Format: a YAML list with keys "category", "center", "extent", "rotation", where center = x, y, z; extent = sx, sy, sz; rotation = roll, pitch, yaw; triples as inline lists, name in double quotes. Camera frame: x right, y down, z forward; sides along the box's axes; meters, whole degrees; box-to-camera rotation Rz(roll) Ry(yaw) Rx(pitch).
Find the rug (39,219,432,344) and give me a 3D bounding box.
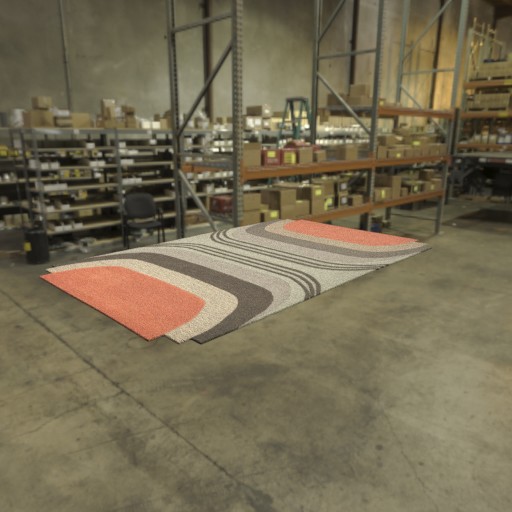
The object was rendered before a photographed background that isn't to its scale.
- category: "rug"
  center: [0.000, 0.000, 3.050]
  extent: [1.530, 0.017, 2.446]
  rotation: [15, 22, 43]
